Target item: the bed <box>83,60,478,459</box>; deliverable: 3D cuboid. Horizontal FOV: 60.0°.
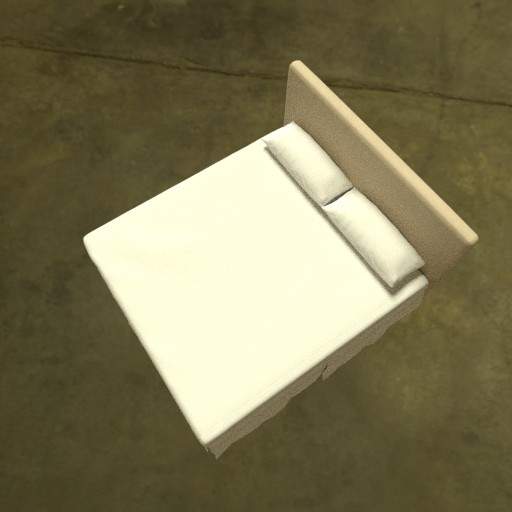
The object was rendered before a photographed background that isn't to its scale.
[{"bbox_3d":[0.000,0.000,3.604,2.319,1.317,2.119,-32,69,-14],"label":"bed"}]
